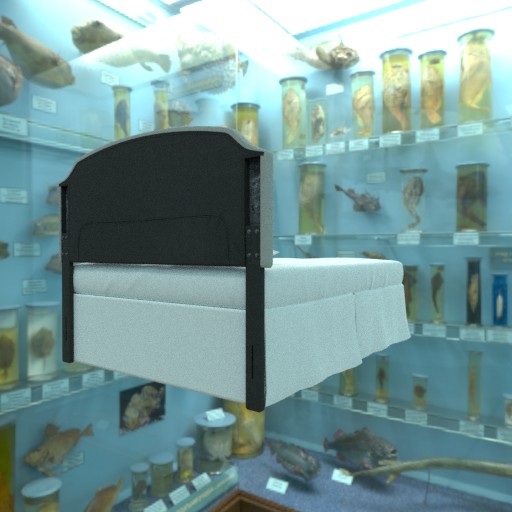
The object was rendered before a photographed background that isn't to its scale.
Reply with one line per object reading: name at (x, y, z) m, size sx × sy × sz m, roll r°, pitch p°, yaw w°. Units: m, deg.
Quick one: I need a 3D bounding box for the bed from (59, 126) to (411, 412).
bed at (0.000, 0.000, 3.056) m, size 1.558 × 1.270 × 1.999 m, roll 0°, pitch 1°, yaw 36°
